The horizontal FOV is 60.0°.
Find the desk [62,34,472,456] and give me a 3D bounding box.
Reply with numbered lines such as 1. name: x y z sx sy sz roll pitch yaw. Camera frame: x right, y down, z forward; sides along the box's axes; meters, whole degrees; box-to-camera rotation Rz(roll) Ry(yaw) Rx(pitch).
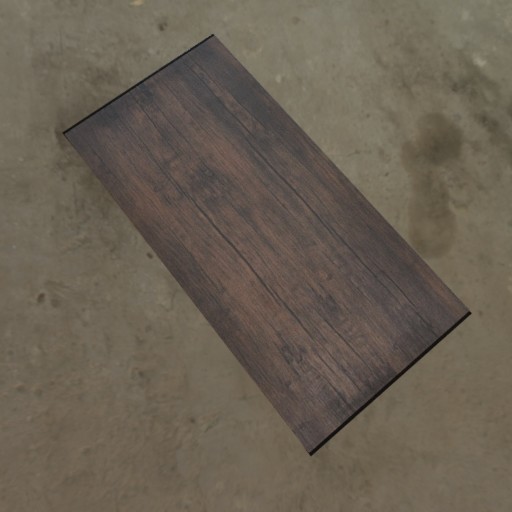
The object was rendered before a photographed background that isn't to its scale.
1. desk: 0.000 0.000 1.474 0.505 0.747 1.015 -38 78 -9
